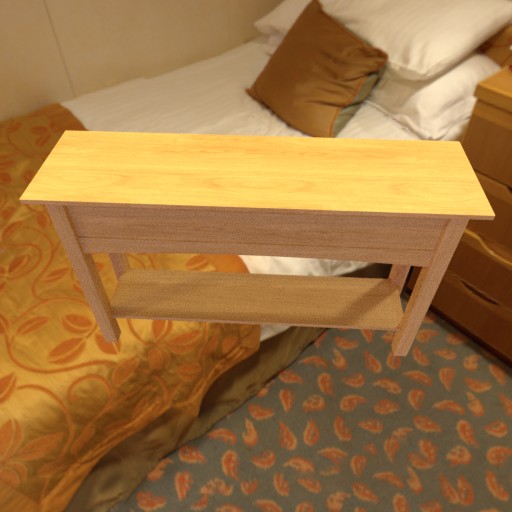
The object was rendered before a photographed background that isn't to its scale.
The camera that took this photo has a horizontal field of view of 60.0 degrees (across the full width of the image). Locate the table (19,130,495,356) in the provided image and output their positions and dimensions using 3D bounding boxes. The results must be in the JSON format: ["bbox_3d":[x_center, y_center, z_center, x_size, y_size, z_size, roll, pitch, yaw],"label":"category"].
[{"bbox_3d":[0.000,0.000,1.535,1.240,0.730,0.350,2,46,2],"label":"table"}]
